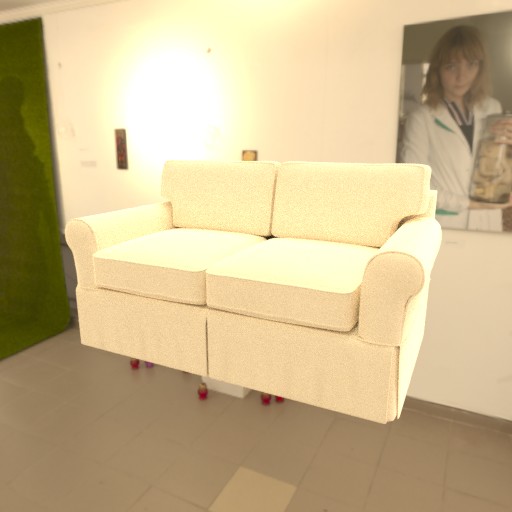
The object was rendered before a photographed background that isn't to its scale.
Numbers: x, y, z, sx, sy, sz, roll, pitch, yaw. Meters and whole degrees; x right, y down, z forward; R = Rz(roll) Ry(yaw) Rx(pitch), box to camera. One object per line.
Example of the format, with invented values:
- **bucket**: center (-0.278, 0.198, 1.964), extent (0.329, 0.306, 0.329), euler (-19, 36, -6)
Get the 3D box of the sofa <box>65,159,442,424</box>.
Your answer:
- **sofa**: center (0.000, 0.000, 2.303), extent (1.727, 0.940, 0.991), euler (7, 16, 25)
